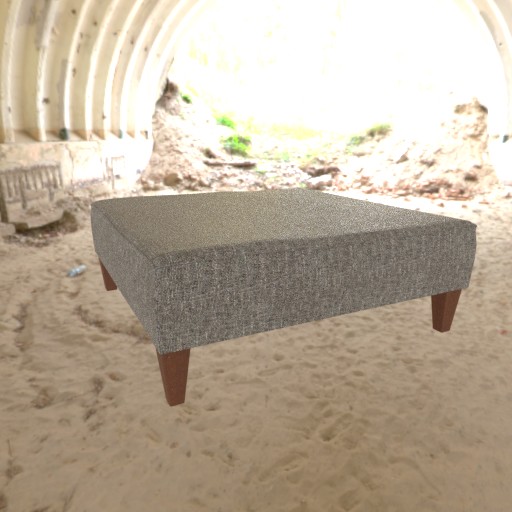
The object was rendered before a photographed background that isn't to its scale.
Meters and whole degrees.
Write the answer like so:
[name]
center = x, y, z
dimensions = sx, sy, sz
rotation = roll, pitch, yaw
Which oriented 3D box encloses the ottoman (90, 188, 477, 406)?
[ottoman]
center = 0.000, 0.000, 1.556
dimensions = 0.981, 0.379, 1.016
rotation = -8, 17, -26
